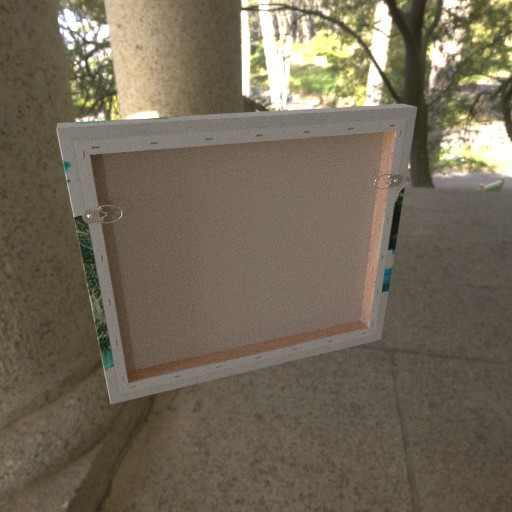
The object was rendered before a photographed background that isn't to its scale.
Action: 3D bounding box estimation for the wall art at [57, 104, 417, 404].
[{"bbox_3d":[0.000,0.000,0.705,0.507,0.435,0.041,-9,28,-17],"label":"wall art"}]
